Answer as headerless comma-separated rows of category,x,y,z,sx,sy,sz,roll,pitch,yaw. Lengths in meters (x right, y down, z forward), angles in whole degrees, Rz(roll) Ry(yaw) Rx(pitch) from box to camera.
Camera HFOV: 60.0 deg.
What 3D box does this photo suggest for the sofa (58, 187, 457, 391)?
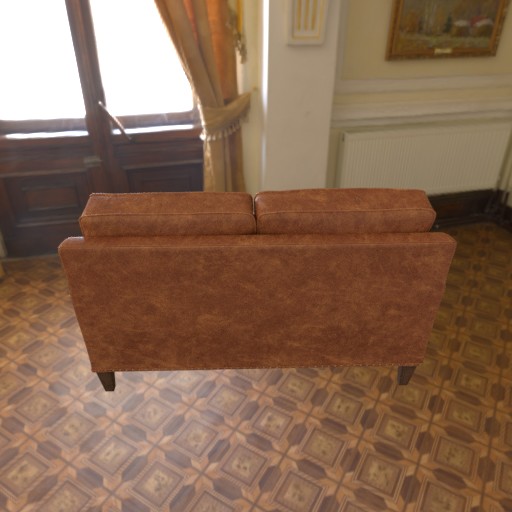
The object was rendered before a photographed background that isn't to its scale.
sofa,0.000,0.000,2.286,1.597,1.003,1.084,-1,30,-1
